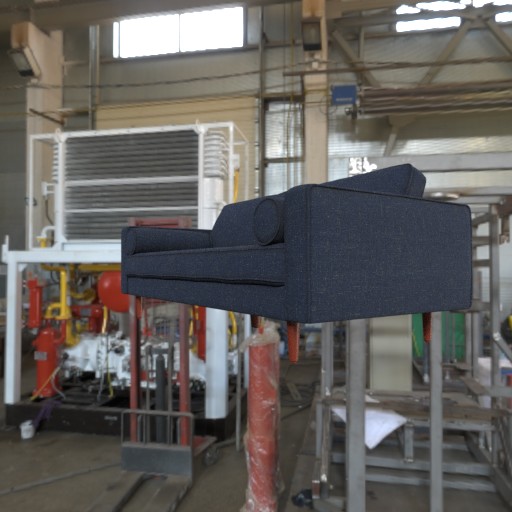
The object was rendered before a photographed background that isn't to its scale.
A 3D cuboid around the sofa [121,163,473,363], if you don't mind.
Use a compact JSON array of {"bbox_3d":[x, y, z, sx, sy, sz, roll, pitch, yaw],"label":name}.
[{"bbox_3d":[0.000,0.000,2.349,0.914,0.762,1.880,1,-2,-34],"label":"sofa"}]
